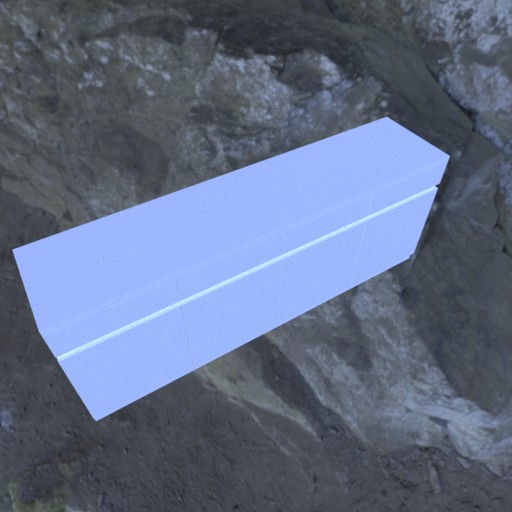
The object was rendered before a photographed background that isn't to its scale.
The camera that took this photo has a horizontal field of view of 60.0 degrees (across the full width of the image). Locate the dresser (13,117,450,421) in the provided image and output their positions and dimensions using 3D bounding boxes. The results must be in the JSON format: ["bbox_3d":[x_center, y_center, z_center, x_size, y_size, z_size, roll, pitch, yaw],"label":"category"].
[{"bbox_3d":[0.000,0.000,2.498,2.200,0.840,0.500,-24,51,-21],"label":"dresser"}]
